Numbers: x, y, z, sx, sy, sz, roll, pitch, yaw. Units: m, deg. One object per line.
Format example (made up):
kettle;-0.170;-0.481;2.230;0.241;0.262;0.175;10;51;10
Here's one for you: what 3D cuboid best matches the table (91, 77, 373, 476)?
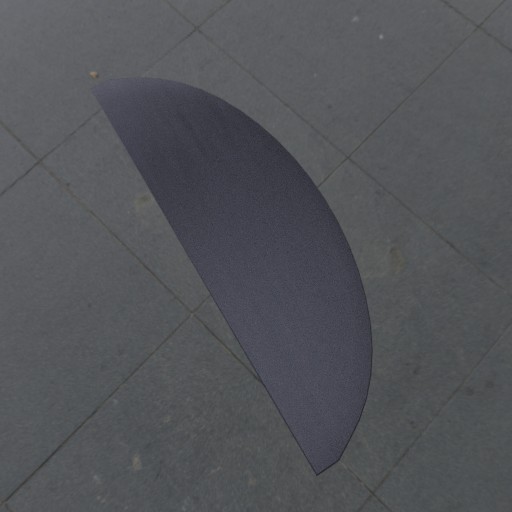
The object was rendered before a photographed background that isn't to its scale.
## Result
table;0.000;0.000;1.513;0.394;0.692;1.198;-30;78;-7
